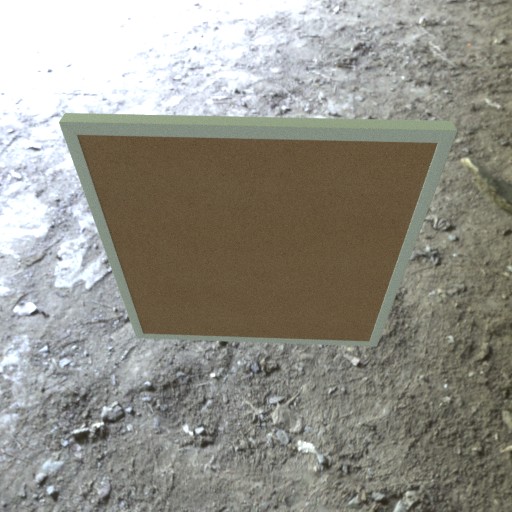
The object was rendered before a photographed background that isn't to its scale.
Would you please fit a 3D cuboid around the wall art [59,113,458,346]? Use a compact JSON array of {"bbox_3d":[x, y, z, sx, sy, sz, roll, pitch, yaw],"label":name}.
[{"bbox_3d":[0.000,0.000,1.133,0.760,0.760,0.036,2,47,2],"label":"wall art"}]
